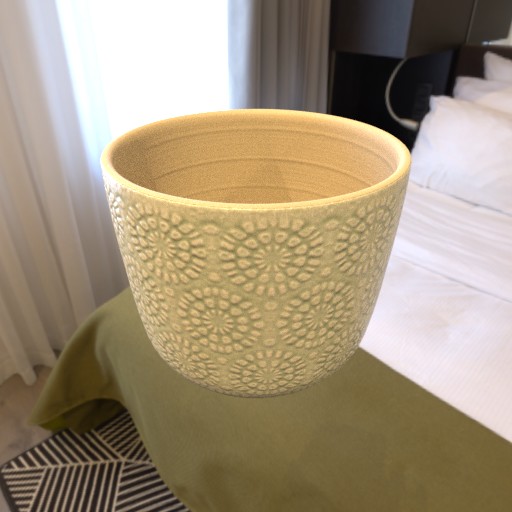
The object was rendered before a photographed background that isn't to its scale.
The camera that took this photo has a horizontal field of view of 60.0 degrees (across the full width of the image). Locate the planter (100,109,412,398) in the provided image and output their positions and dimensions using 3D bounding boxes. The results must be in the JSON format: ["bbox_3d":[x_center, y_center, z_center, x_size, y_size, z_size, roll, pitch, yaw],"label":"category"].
[{"bbox_3d":[0.000,0.000,0.211,0.124,0.109,0.124,0,31,0],"label":"planter"}]
